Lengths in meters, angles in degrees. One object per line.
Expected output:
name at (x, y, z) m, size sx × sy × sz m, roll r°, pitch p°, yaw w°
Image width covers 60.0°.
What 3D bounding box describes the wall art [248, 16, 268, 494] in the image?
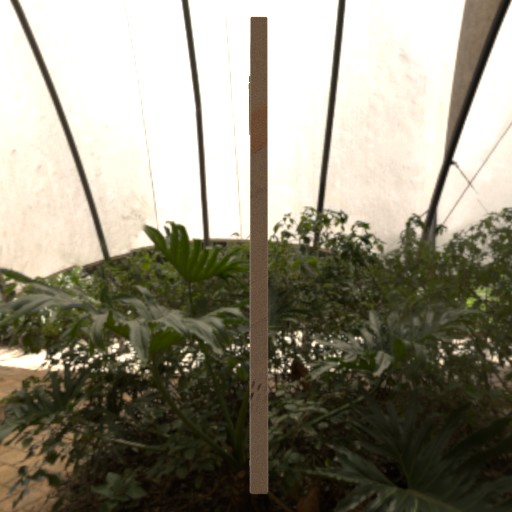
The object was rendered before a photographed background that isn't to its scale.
wall art at (0.000, 0.000, 1.318) m, size 0.045 × 1.014 × 0.759 m, roll 0°, pitch -1°, yaw 0°
